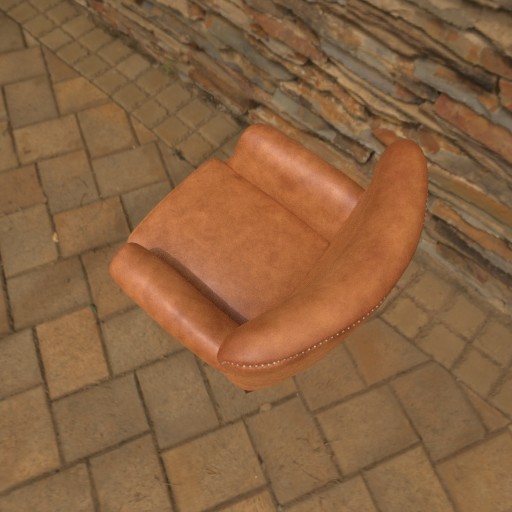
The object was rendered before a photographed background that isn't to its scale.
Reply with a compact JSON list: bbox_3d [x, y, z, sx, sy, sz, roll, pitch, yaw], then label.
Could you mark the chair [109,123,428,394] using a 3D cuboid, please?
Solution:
[{"bbox_3d":[0.000,0.000,1.635,0.921,0.936,0.861,35,69,16],"label":"chair"}]
